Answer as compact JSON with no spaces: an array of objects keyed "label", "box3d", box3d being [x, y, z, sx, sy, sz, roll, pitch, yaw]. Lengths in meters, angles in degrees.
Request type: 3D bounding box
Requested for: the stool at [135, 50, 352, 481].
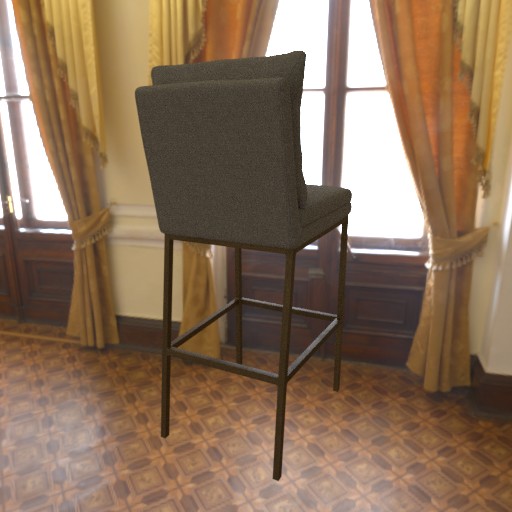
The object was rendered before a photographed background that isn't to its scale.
[{"label":"stool","box3d":[0.000,0.000,1.421,0.463,1.132,0.569,8,17,26]}]
